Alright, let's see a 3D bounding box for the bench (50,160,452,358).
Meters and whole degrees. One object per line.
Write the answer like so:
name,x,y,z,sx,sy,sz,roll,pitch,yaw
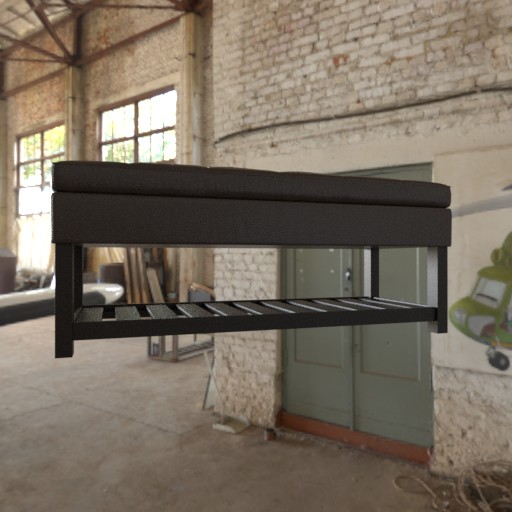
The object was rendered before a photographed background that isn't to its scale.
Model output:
bench,0.000,0.000,1.350,1.105,0.460,0.432,0,0,-18
